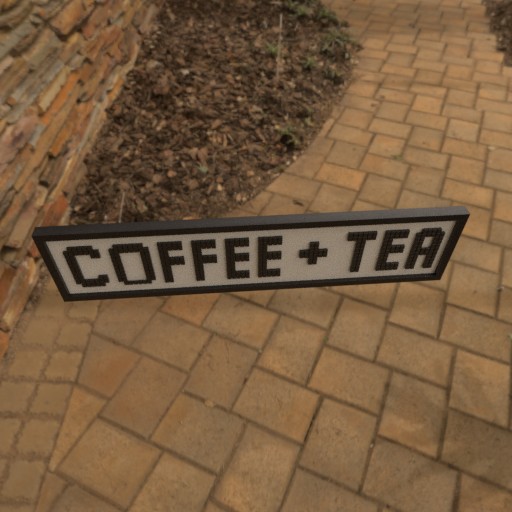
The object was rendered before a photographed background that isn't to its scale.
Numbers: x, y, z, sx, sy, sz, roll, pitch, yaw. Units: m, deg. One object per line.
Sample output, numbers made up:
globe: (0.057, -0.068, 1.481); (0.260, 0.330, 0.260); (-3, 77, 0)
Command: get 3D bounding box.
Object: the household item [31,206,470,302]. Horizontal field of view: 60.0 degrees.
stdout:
household item: (0.000, 0.000, 1.103); (1.001, 0.236, 0.030); (-3, 46, -3)
